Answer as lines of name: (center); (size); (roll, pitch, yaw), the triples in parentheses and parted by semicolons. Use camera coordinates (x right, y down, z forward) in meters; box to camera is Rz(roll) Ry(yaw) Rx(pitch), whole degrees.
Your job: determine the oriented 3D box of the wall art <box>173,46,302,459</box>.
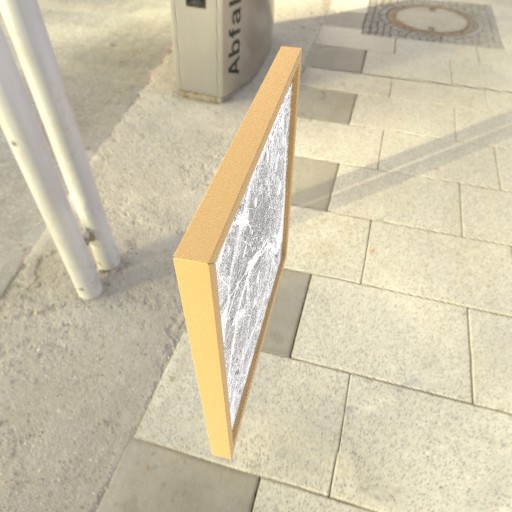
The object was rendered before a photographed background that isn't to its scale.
wall art: (0.000, 0.000, 0.766); (0.036, 0.509, 0.509); (10, 47, 9)
